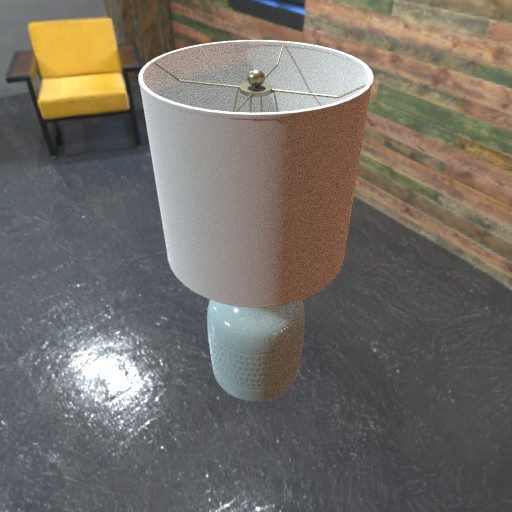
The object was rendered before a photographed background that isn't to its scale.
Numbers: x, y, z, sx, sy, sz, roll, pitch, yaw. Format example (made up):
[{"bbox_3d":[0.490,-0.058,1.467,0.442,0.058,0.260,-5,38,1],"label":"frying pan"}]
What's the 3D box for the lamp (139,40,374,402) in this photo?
[{"bbox_3d":[0.000,0.000,1.078,0.418,0.871,0.418,-24,45,-26],"label":"lamp"}]
